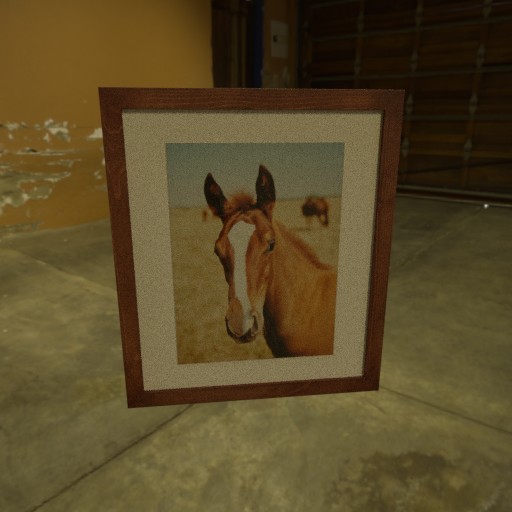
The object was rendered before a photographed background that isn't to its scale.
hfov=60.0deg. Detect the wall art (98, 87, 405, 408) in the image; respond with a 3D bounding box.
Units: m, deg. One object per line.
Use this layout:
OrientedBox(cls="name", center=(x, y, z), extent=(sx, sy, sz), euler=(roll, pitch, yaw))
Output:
OrientedBox(cls="wall art", center=(0.000, 0.000, 0.541), extent=(0.330, 0.381, 0.030), euler=(-2, 16, -7))
